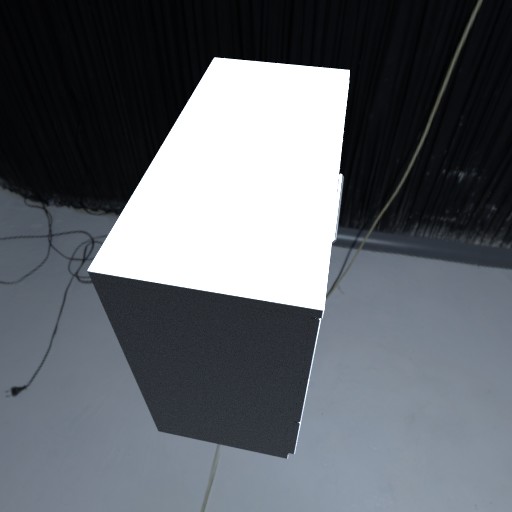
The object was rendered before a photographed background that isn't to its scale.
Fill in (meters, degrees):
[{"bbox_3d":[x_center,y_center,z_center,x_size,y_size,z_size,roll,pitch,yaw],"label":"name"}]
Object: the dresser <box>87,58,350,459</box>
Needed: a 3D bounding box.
[{"bbox_3d":[0.000,0.000,1.276,0.420,0.740,0.830,9,49,8],"label":"dresser"}]
